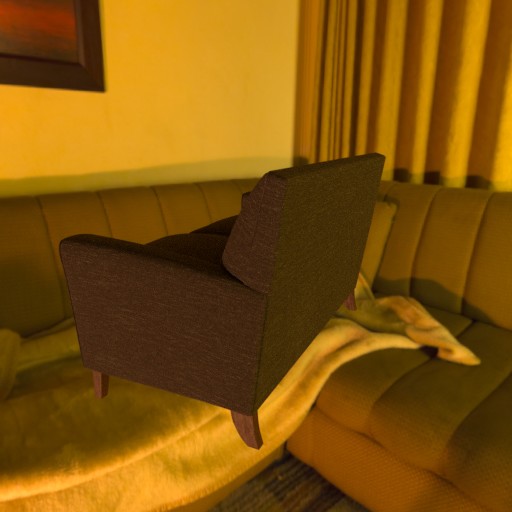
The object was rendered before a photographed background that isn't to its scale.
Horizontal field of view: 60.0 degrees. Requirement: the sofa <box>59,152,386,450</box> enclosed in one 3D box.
[{"bbox_3d":[0.000,0.000,2.064,0.867,0.905,1.509,7,17,25],"label":"sofa"}]
